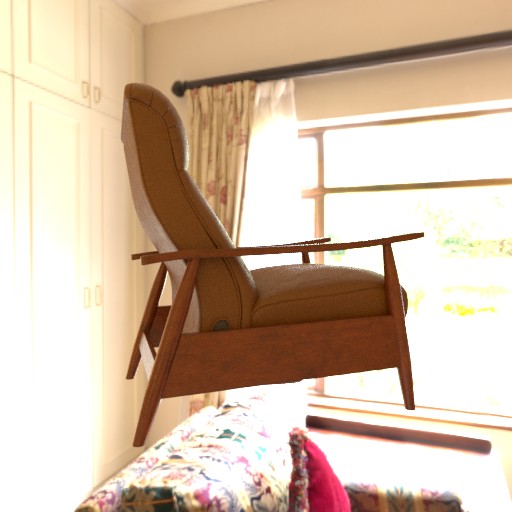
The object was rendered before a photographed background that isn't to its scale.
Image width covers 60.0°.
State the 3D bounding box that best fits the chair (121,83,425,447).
[{"bbox_3d":[0.000,0.000,1.758,1.014,1.082,0.762,0,1,-18],"label":"chair"}]
